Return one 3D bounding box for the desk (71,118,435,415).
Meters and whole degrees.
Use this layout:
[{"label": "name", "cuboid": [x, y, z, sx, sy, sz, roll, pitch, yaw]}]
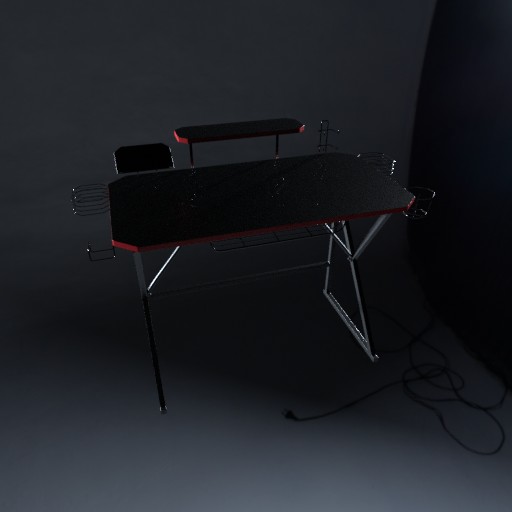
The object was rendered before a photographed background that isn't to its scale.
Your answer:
[{"label": "desk", "cuboid": [0.000, 0.000, 1.773, 1.280, 0.913, 0.588, -10, 34, -14]}]
